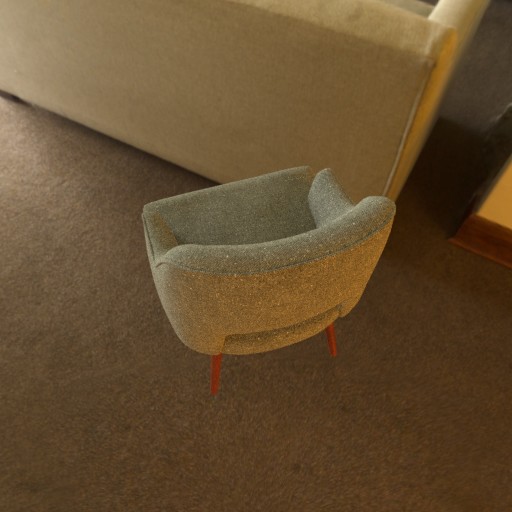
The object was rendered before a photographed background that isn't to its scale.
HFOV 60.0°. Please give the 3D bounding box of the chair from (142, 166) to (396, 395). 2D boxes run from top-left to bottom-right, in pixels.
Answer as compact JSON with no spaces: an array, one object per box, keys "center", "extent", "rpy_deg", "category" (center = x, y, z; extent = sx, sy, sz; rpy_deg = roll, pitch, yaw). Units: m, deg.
[{"center":[0.000,0.000,1.319],"extent":[0.608,0.875,0.629],"rpy_deg":[-15,59,-9],"category":"chair"}]
